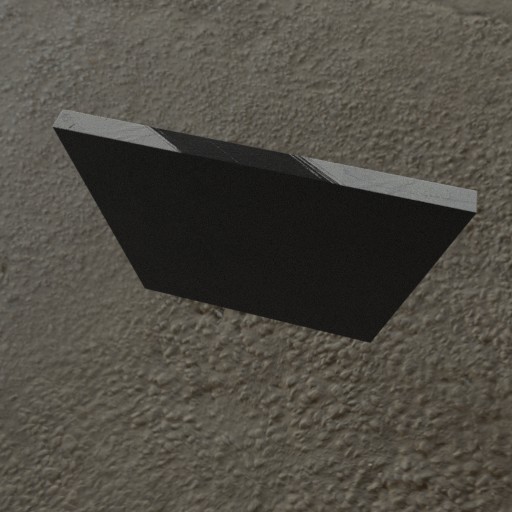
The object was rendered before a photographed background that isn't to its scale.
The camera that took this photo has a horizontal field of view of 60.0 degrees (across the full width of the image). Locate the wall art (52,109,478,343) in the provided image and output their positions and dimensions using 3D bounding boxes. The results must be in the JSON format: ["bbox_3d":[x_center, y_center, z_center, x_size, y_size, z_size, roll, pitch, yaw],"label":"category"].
[{"bbox_3d":[0.000,0.000,1.125,0.765,0.765,0.046,13,64,6],"label":"wall art"}]
